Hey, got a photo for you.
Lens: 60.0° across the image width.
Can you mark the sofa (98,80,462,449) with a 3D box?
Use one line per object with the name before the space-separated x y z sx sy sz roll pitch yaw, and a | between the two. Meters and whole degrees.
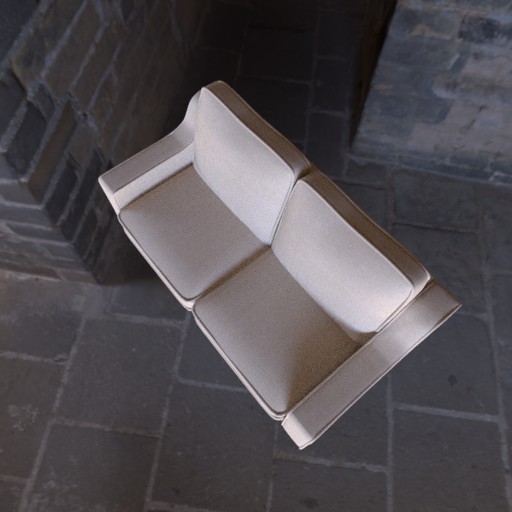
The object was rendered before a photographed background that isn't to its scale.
sofa | 0.000 0.000 3.525 1.351 1.562 2.587 -36 69 -16
